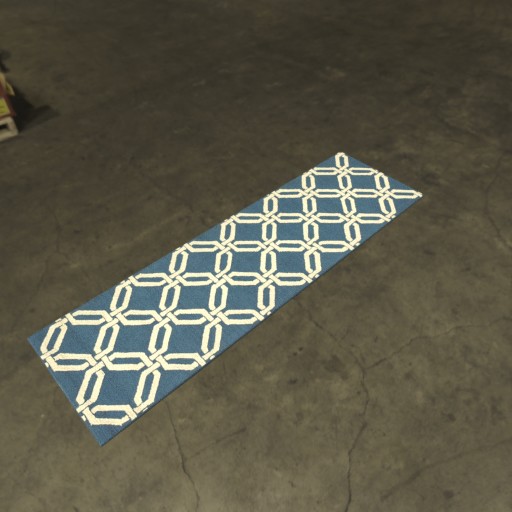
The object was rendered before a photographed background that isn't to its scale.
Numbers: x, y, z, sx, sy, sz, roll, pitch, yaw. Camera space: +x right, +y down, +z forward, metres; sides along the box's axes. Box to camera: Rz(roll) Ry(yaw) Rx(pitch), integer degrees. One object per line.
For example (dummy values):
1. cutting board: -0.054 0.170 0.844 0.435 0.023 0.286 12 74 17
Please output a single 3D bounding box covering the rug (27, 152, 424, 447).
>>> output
1. rug: 0.000 0.000 2.421 2.276 0.014 0.678 -34 55 -28
